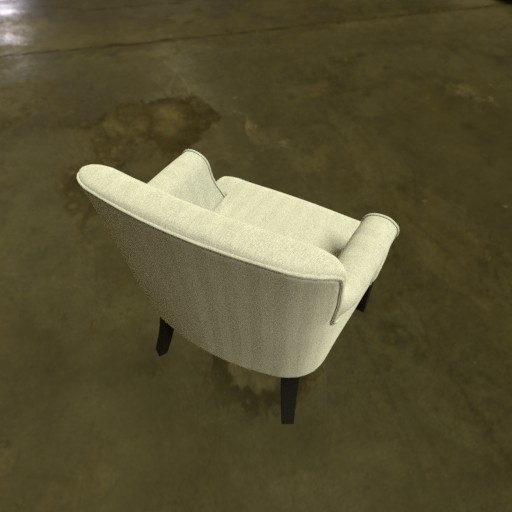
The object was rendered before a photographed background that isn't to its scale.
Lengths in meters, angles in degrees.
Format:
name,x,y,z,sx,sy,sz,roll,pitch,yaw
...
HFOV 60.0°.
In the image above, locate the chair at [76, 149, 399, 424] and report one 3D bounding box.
name,x,y,z,sx,sy,sz,roll,pitch,yaw
chair,0.000,0.000,1.451,0.781,0.875,0.750,23,51,20
